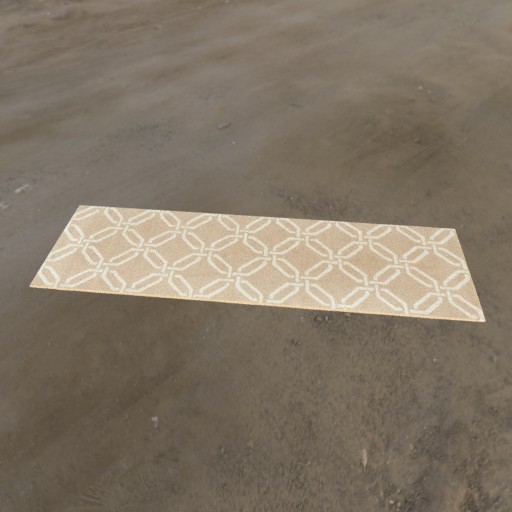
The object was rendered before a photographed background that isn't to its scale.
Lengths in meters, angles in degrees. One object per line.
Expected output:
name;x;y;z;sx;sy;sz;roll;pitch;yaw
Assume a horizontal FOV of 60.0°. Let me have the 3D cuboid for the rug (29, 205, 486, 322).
rug;0.000;0.000;2.438;2.276;0.014;0.678;4;45;4
